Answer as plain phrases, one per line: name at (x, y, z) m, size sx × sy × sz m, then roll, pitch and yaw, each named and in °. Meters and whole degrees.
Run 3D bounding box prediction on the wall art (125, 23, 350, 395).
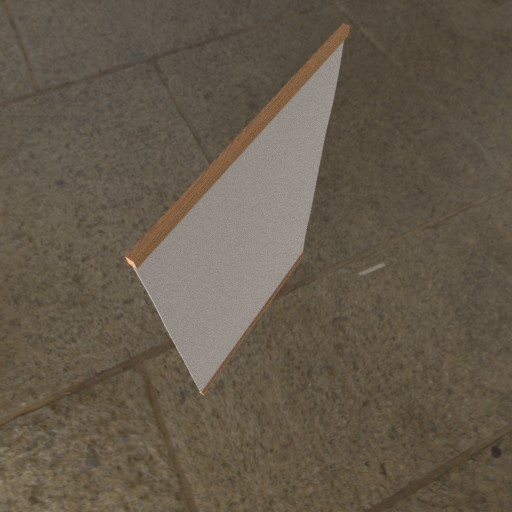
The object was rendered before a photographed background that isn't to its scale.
wall art at (0.000, 0.000, 1.865) m, size 0.025 × 1.521 × 1.011 m, roll 31°, pitch 66°, yaw 16°
